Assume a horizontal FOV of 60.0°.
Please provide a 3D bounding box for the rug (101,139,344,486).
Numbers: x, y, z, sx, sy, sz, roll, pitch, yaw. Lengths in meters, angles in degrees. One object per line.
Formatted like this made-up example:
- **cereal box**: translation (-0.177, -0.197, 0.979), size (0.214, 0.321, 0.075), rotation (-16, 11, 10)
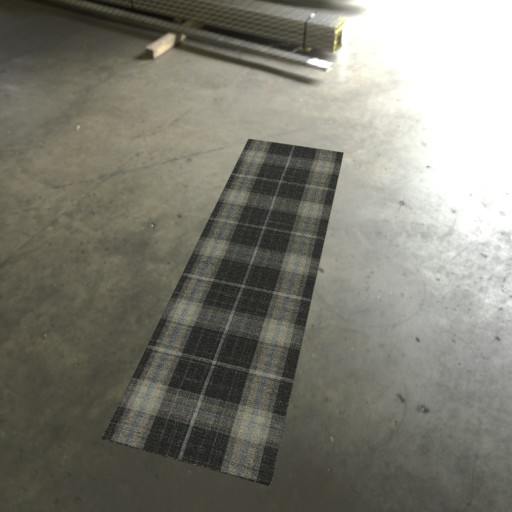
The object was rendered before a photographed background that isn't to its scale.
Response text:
- **rug**: translation (0.000, 0.000, 2.660), size (0.760, 0.012, 2.434), rotation (11, 48, 10)
